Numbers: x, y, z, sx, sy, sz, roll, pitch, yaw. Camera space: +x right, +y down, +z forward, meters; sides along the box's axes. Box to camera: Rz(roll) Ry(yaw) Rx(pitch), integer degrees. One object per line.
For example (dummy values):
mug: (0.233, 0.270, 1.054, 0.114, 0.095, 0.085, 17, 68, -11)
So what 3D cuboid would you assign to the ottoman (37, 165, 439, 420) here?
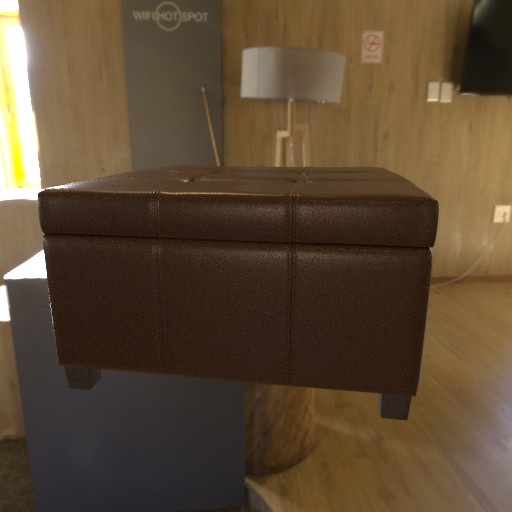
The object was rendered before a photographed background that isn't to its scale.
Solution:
ottoman: (0.000, 0.000, 1.250, 0.788, 0.460, 0.787, 2, 15, 9)
